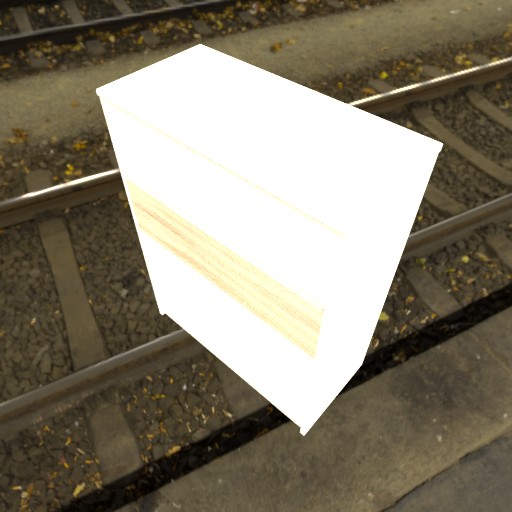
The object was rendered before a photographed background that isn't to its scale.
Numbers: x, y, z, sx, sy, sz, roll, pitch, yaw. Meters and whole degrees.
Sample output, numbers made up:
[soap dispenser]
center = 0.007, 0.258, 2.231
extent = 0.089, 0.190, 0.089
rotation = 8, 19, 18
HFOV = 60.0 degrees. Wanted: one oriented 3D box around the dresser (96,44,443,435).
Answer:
[dresser]
center = 0.000, 0.000, 1.476
extent = 0.800, 1.040, 0.380
rotation = 34, 56, 27
